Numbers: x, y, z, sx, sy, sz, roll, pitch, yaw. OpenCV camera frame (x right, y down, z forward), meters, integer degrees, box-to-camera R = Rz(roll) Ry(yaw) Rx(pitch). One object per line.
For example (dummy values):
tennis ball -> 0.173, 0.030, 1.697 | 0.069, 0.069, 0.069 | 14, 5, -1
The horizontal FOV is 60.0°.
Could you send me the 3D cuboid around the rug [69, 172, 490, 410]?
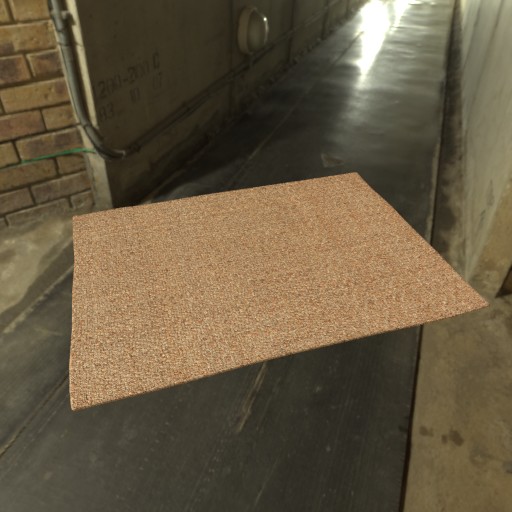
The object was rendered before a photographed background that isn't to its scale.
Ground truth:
rug -> 0.000, 0.000, 2.688 | 2.141, 0.013, 1.566 | -11, 41, -13
